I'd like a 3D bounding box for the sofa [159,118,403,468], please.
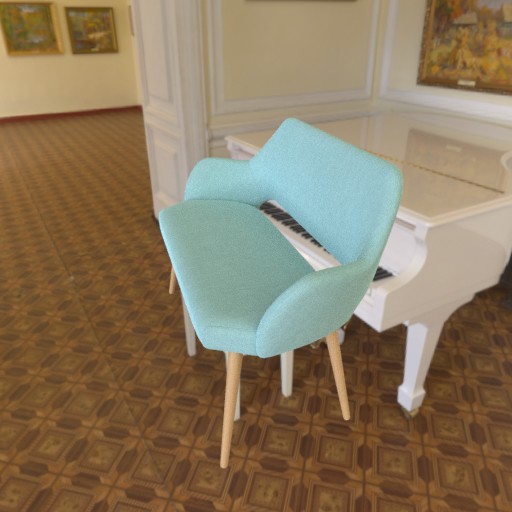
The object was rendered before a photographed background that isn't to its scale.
[{"bbox_3d":[0.000,0.000,1.647,0.610,0.840,1.150,-9,29,-16],"label":"sofa"}]
